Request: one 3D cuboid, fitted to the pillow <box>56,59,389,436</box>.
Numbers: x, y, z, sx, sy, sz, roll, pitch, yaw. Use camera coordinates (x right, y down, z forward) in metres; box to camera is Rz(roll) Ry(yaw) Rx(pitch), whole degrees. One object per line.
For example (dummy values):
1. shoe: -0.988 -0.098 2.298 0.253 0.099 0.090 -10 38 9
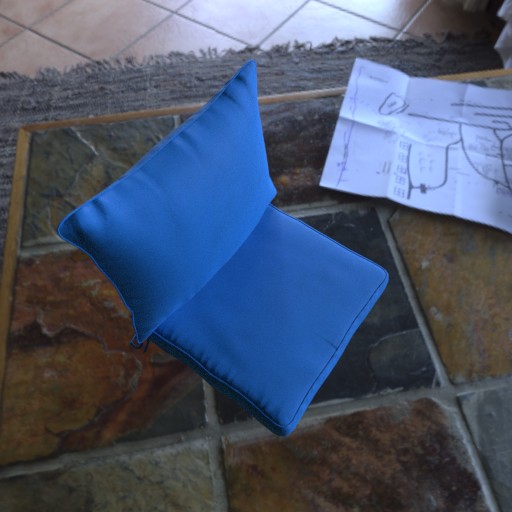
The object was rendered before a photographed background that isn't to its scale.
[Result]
1. pillow: 0.000 0.000 1.377 0.733 0.725 0.798 32 64 18
